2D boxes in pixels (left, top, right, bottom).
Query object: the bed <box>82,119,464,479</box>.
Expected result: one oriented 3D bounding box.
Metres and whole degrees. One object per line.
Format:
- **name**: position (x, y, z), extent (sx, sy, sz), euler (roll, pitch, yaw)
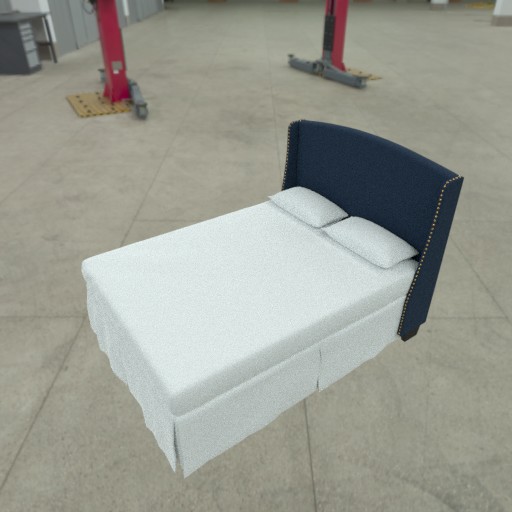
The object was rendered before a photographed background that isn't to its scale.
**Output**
- **bed**: position (0.000, 0.000, 3.201), extent (2.223, 1.402, 1.604), euler (-21, 38, -29)
